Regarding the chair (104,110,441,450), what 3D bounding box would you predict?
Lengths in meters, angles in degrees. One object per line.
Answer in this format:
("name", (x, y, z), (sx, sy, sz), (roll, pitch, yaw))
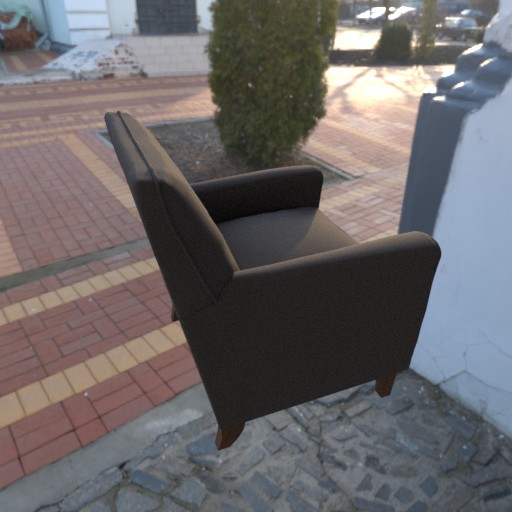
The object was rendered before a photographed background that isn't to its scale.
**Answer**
("chair", (0.000, 0.000, 1.550), (0.831, 0.911, 0.836), (-10, 31, -18))
